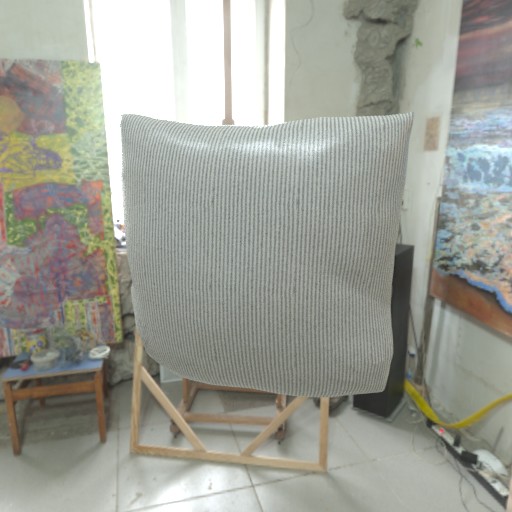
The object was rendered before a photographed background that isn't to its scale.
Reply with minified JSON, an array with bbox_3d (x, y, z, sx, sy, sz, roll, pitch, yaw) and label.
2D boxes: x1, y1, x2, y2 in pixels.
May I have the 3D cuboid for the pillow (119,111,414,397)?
[{"bbox_3d":[0.000,0.000,0.691,0.387,0.432,0.310,13,19,43],"label":"pillow"}]
